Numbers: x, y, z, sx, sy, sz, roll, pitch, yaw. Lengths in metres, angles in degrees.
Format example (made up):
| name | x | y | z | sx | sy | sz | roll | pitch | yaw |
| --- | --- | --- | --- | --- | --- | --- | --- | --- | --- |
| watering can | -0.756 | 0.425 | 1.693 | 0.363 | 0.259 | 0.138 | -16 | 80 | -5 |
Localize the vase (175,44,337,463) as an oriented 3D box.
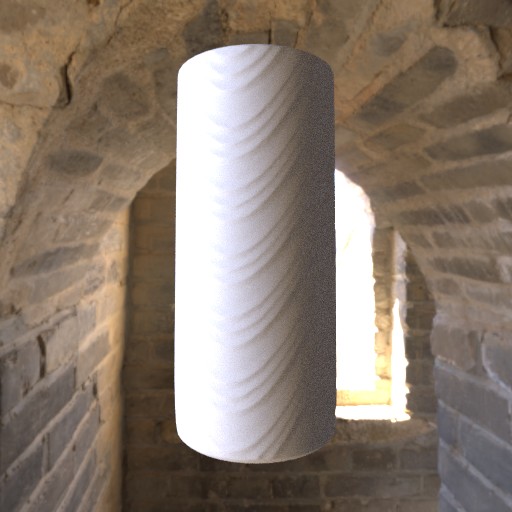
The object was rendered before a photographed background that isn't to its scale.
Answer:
| name | x | y | z | sx | sy | sz | roll | pitch | yaw |
| --- | --- | --- | --- | --- | --- | --- | --- | --- | --- |
| vase | 0.000 | 0.000 | 0.397 | 0.143 | 0.316 | 0.143 | 0 | 0 | 0 |
